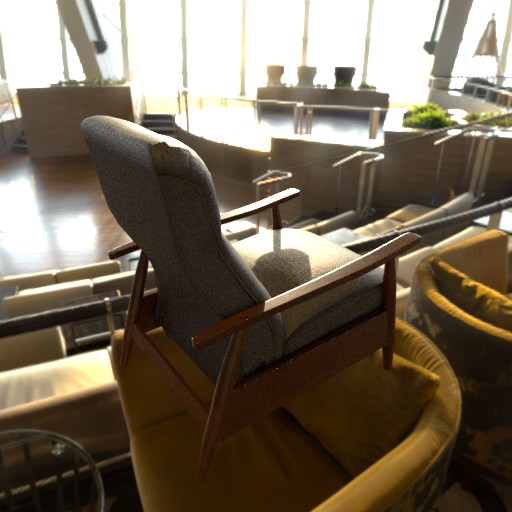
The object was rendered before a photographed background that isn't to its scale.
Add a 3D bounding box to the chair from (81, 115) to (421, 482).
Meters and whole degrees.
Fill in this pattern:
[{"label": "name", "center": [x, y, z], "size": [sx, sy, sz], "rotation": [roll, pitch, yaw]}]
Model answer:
[{"label": "chair", "center": [0.000, 0.000, 1.733], "size": [1.014, 1.081, 0.762], "rotation": [-17, 31, -32]}]
